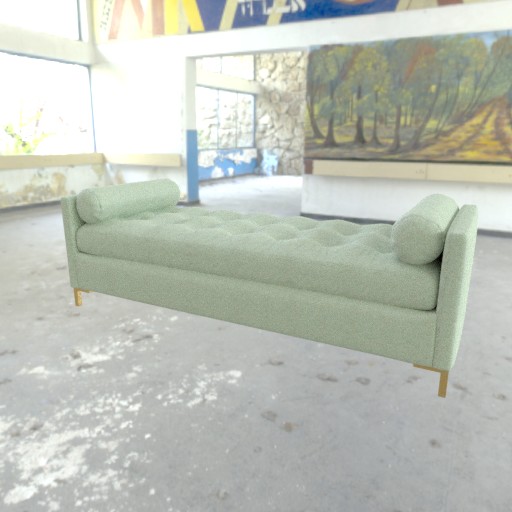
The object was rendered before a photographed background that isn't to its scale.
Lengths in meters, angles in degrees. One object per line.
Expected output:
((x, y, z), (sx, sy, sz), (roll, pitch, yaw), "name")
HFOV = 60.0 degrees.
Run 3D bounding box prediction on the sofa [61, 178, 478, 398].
((0.000, 0.000, 2.405), (2.102, 0.705, 0.796), (8, 17, 27), "sofa")
